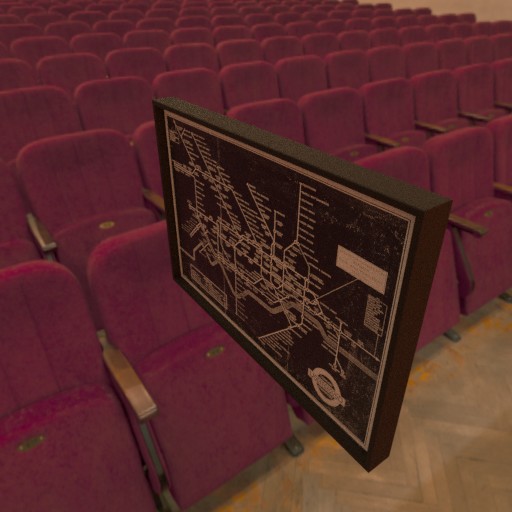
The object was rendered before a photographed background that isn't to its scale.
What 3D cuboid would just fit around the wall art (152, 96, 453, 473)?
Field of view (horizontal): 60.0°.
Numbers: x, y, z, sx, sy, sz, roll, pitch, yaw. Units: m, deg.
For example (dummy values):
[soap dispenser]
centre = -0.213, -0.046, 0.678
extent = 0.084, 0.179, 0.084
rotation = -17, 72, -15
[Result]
[wall art]
centre = 0.000, 0.000, 0.826
extent = 0.051, 0.456, 0.671
rotation = -21, 37, -30
